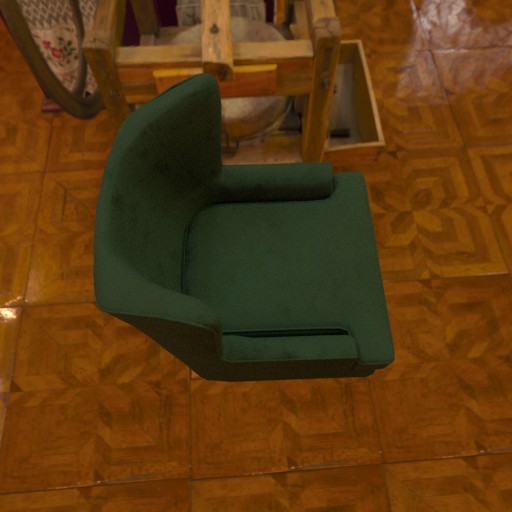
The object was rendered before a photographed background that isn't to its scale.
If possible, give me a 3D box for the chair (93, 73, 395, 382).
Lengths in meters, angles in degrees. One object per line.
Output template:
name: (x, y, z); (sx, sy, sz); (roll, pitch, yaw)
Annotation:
chair: (0.000, 0.000, 1.585); (0.910, 0.952, 0.793); (-2, 65, -1)
